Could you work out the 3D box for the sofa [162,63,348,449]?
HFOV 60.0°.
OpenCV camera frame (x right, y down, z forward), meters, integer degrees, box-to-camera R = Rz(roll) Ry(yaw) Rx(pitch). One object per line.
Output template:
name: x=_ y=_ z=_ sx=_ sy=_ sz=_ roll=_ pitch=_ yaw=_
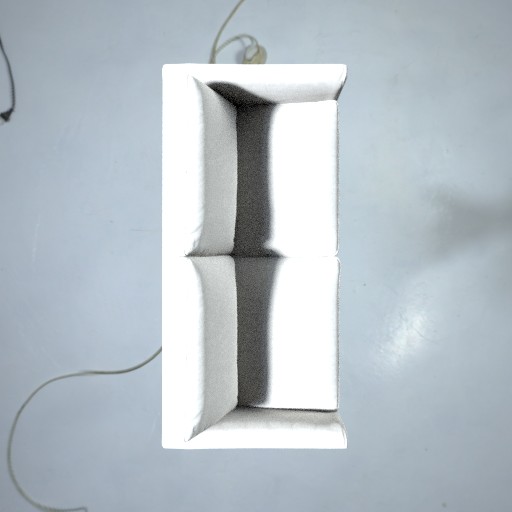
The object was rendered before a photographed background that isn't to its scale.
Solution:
sofa: x=0.000 y=0.000 z=2.787 sx=1.090 sy=0.838 sz=2.588 roll=0 pitch=90 yaw=0
